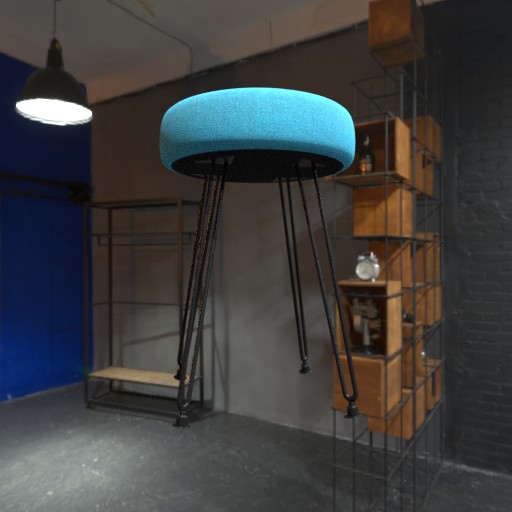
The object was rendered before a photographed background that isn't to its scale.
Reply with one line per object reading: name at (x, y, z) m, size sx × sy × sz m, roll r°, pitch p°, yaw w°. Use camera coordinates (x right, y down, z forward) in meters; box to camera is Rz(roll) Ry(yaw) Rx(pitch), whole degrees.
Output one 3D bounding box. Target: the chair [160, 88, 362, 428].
chair at (0.000, 0.000, 0.699) m, size 0.350 × 0.440 × 0.350 m, roll 0°, pitch 0°, yaw 35°
